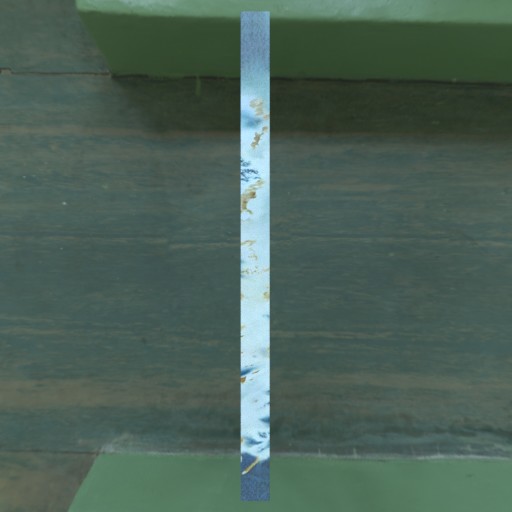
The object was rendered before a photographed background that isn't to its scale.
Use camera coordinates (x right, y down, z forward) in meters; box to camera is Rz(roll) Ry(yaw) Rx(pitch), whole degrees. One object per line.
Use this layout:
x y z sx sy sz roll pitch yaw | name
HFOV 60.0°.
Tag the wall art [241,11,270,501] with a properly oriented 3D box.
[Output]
0.000 0.000 0.753 0.036 0.405 0.607 0 90 0 | wall art
